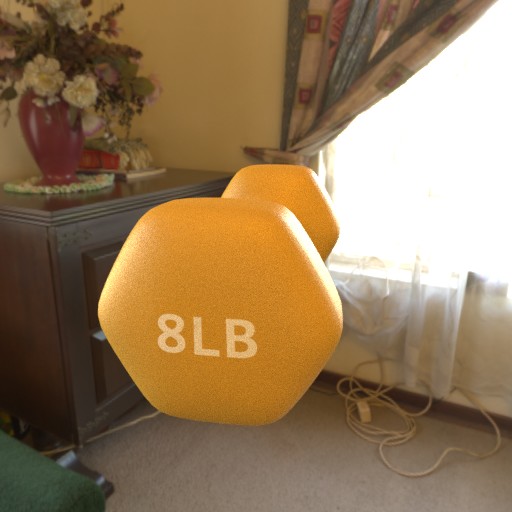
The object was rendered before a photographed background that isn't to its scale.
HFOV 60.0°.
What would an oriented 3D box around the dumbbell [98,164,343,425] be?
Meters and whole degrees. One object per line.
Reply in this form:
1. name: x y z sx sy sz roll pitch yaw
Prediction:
1. dumbbell: 0.000 0.000 0.233 0.090 0.082 0.190 3 17 10
